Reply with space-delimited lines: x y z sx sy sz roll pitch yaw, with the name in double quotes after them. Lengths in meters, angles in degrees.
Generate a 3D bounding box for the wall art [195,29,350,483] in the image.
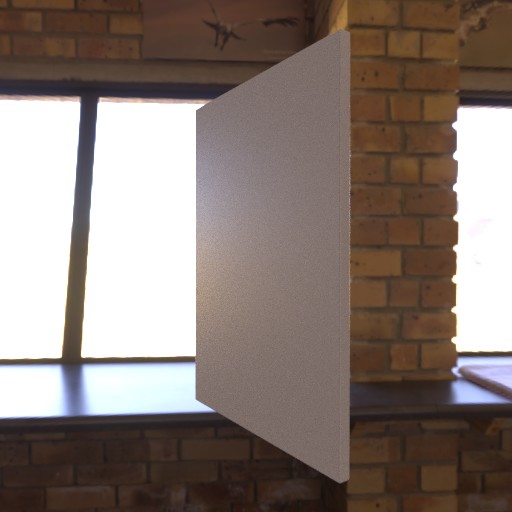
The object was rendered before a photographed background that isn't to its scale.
0.000 0.000 1.489 0.038 1.183 0.808 0 1 -35 "wall art"
